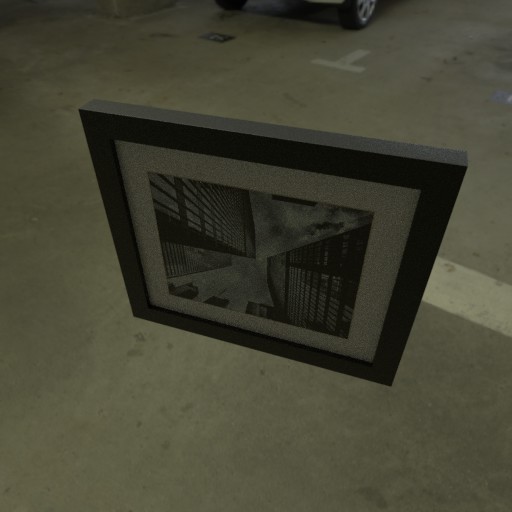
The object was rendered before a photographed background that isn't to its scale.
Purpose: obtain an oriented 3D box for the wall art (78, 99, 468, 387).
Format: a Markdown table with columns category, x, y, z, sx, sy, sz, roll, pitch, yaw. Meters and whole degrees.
| category | x | y | z | sx | sy | sz | roll | pitch | yaw |
| --- | --- | --- | --- | --- | --- | --- | --- | --- | --- |
| wall art | 0.000 | 0.000 | 0.528 | 0.381 | 0.321 | 0.028 | 12 | 42 | 14 |
